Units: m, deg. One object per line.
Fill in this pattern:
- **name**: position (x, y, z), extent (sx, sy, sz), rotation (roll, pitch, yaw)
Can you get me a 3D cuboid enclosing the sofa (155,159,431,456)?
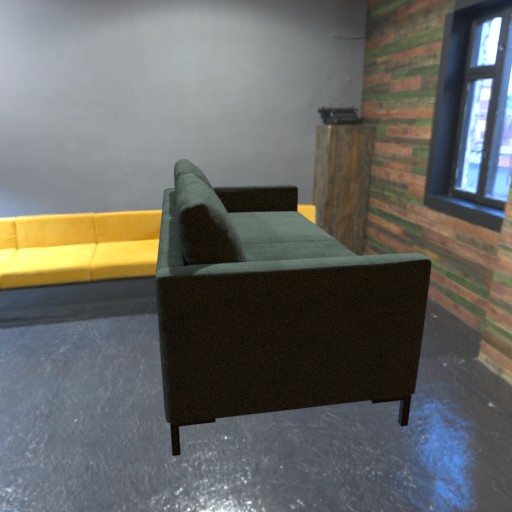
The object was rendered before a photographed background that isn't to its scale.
- **sofa**: position (0.000, 0.000, 2.138), extent (0.875, 0.817, 1.676), rotation (-3, 18, -10)
